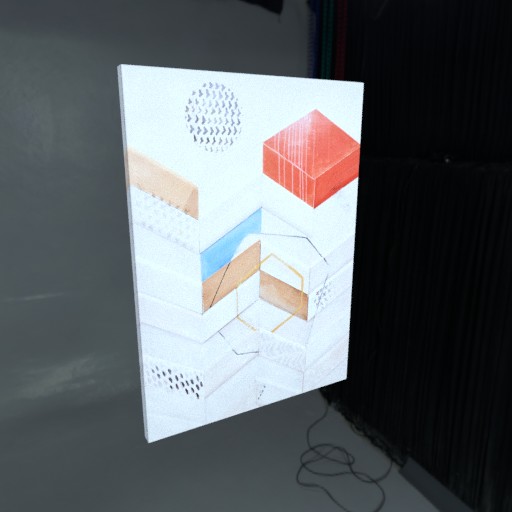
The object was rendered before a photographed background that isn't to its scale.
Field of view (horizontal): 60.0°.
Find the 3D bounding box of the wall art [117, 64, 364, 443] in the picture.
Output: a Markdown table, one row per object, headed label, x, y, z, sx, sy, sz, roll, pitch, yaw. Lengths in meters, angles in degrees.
| label | x | y | z | sx | sy | sz | roll | pitch | yaw |
| --- | --- | --- | --- | --- | --- | --- | --- | --- | --- |
| wall art | 0.000 | 0.000 | 1.116 | 0.613 | 0.848 | 0.036 | -8 | 17 | -28 |
